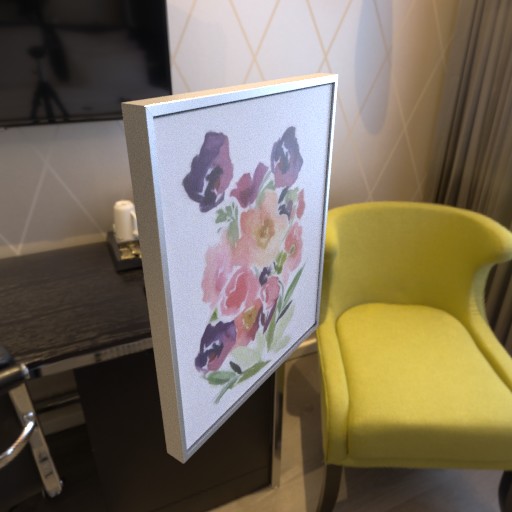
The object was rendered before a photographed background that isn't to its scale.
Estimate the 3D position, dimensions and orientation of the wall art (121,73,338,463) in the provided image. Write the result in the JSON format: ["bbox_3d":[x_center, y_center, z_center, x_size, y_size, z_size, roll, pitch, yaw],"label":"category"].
[{"bbox_3d":[0.000,0.000,0.759,0.038,0.549,0.452,18,32,31],"label":"wall art"}]
